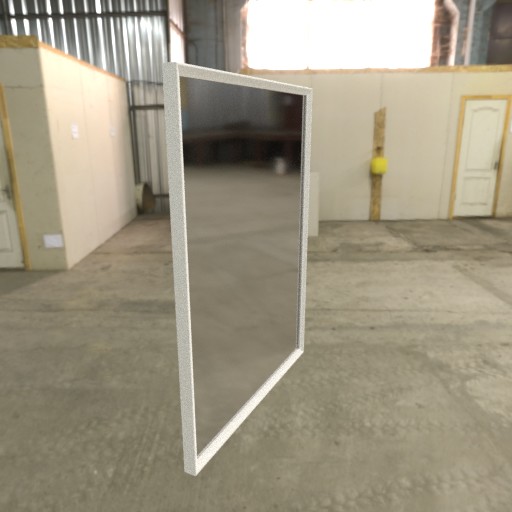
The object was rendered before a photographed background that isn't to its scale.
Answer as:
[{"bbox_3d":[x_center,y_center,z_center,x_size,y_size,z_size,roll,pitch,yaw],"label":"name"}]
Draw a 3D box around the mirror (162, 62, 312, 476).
[{"bbox_3d":[0.000,0.000,1.364,0.041,1.016,0.762,8,18,27],"label":"mirror"}]
